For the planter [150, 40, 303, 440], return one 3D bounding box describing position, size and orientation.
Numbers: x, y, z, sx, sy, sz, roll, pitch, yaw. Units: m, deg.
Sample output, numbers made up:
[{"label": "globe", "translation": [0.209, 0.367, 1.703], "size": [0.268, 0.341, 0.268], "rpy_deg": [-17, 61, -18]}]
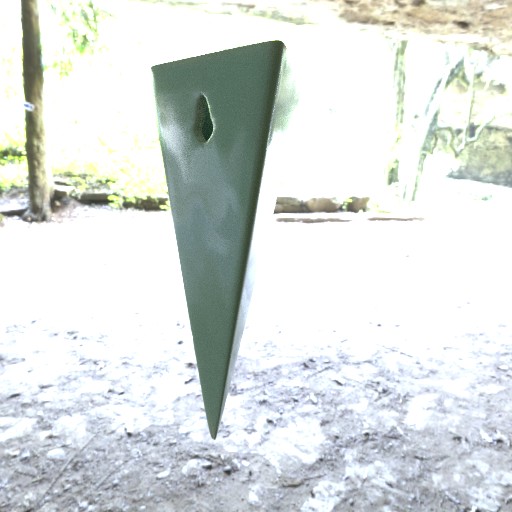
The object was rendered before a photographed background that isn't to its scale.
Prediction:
[{"label": "planter", "translation": [0.000, 0.000, 0.221], "size": [0.080, 0.178, 0.064], "rpy_deg": [13, 19, 42]}]
